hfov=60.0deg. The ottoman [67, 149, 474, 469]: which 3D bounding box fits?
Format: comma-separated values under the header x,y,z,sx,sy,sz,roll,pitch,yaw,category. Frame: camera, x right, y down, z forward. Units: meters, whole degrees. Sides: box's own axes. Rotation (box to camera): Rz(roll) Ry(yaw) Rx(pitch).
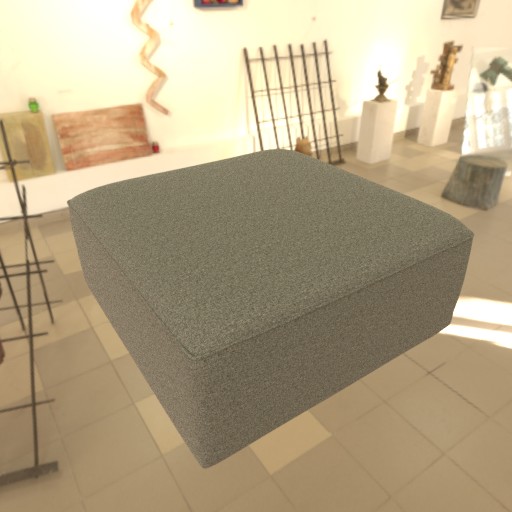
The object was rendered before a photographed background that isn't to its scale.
x,y,z,sx,sy,sz,roll,pitch,yaw,category
0.000,0.000,1.576,1.005,0.464,1.015,-19,36,-29,ottoman
